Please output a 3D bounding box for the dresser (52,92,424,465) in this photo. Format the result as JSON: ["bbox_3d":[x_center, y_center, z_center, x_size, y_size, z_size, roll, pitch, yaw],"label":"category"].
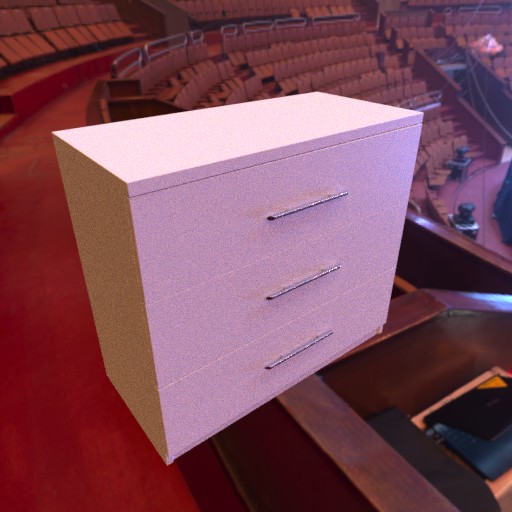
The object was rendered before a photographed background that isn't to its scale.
[{"bbox_3d":[0.000,0.000,1.250,0.830,0.740,0.420,-21,36,-32],"label":"dresser"}]
